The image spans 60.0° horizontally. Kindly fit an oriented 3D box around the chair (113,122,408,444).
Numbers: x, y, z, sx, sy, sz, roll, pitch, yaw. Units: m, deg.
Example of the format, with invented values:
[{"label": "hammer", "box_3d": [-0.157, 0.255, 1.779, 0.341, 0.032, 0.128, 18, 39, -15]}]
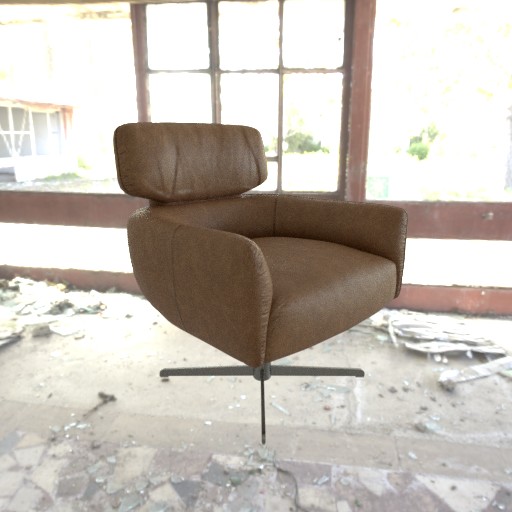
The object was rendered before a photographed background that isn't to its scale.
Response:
[{"label": "chair", "box_3d": [0.000, 0.000, 1.374, 0.706, 0.812, 0.715, -14, 21, -43]}]
